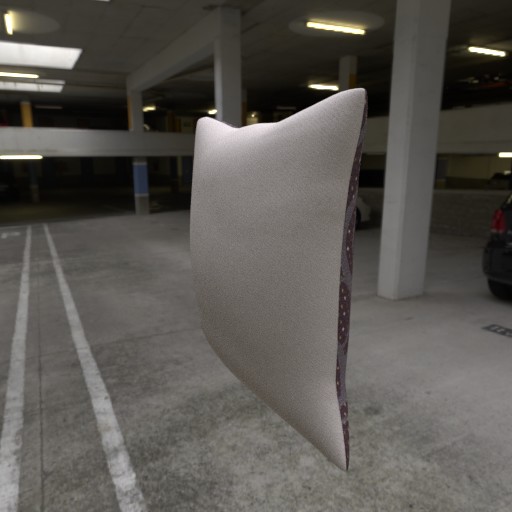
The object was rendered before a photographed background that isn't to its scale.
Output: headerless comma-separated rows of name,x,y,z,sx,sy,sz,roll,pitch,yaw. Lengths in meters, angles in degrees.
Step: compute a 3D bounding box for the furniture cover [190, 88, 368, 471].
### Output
furniture cover,0.000,0.000,0.797,0.193,0.509,0.552,-7,15,-26
